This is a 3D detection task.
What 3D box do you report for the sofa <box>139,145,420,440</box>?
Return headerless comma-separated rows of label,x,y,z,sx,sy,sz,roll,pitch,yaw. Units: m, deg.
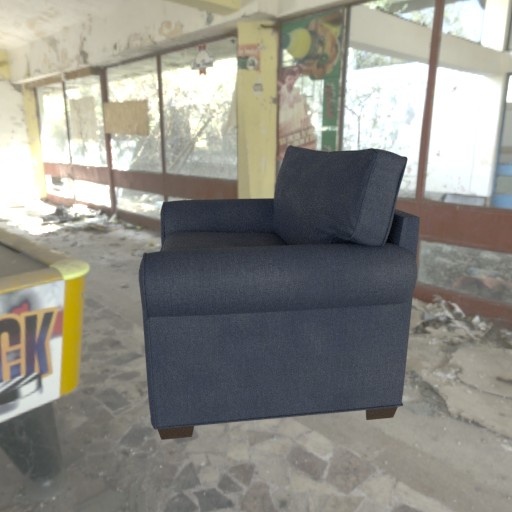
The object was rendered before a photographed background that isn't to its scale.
sofa,0.000,0.000,2.078,0.938,1.004,1.405,-2,15,-8
